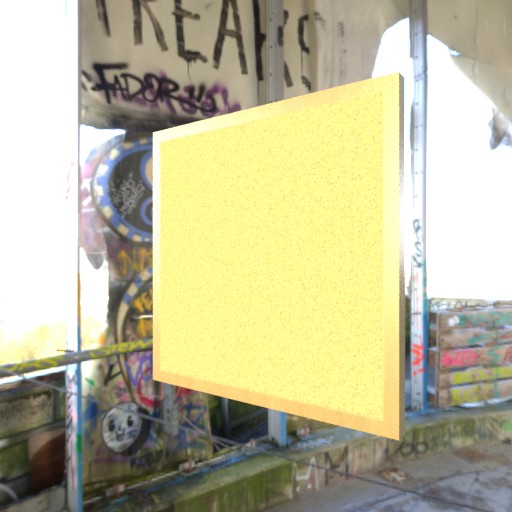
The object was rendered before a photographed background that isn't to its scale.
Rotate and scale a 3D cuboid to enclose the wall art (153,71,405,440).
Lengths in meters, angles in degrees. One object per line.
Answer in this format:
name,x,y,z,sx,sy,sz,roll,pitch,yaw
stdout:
wall art,0.000,0.000,2.937,1.935,1.936,0.097,0,0,36
